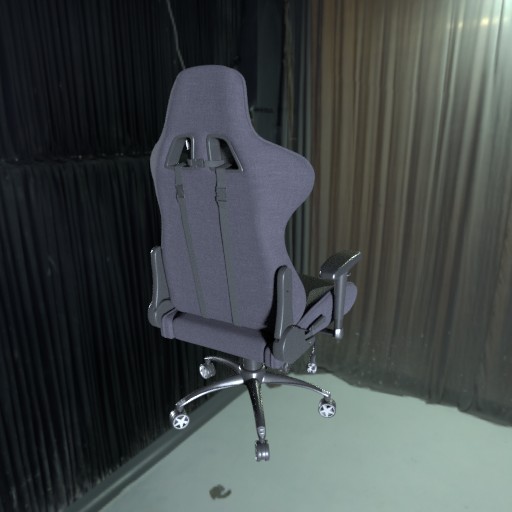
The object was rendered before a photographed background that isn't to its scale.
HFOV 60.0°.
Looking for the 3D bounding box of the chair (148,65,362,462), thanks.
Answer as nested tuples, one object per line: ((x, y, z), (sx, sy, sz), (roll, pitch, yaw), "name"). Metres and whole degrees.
((0.000, 0.000, 1.713), (0.730, 1.300, 0.695), (9, 19, 28), "chair")
